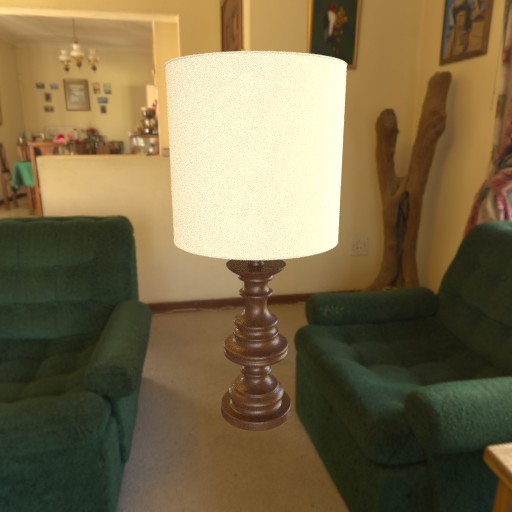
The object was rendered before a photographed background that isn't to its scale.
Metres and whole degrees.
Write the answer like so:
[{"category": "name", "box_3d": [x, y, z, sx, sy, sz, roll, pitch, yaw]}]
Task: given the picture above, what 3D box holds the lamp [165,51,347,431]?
[{"category": "lamp", "box_3d": [0.000, 0.000, 0.576, 0.208, 0.455, 0.208, -8, 17, -26]}]
